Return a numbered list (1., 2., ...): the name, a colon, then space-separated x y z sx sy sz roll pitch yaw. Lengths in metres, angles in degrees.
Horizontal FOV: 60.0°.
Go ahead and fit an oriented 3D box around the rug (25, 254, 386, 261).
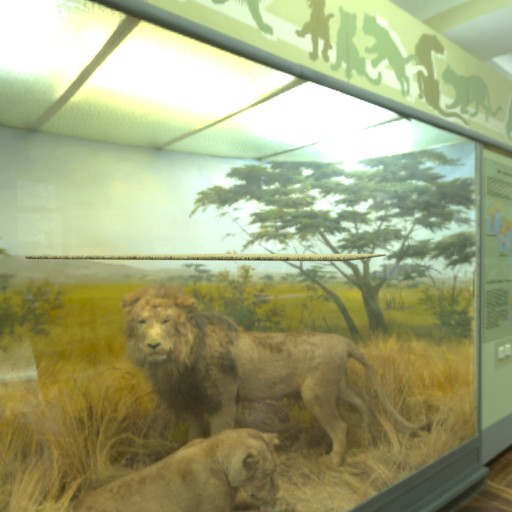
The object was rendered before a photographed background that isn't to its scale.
1. rug: 0.000 0.000 2.360 1.243 0.014 1.846 0 1 20
